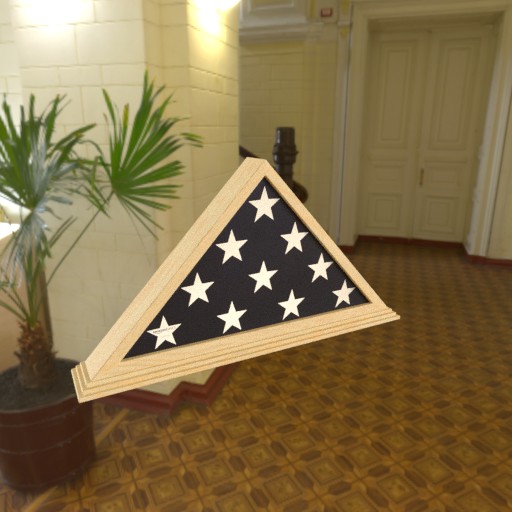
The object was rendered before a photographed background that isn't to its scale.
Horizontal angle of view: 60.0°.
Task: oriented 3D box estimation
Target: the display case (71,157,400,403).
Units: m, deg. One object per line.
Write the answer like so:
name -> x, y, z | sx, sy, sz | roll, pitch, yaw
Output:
display case -> 0.000, 0.000, 0.789 | 0.640, 0.340, 0.095 | -8, 18, -27
